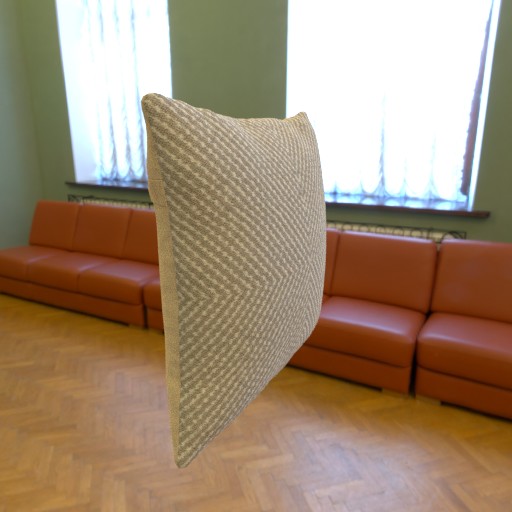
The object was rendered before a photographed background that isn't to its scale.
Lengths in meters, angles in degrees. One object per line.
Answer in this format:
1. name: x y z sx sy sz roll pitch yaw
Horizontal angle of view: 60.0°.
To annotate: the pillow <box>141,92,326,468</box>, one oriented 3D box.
1. pillow: 0.000 0.000 0.704 0.181 0.458 0.459 8 17 26
